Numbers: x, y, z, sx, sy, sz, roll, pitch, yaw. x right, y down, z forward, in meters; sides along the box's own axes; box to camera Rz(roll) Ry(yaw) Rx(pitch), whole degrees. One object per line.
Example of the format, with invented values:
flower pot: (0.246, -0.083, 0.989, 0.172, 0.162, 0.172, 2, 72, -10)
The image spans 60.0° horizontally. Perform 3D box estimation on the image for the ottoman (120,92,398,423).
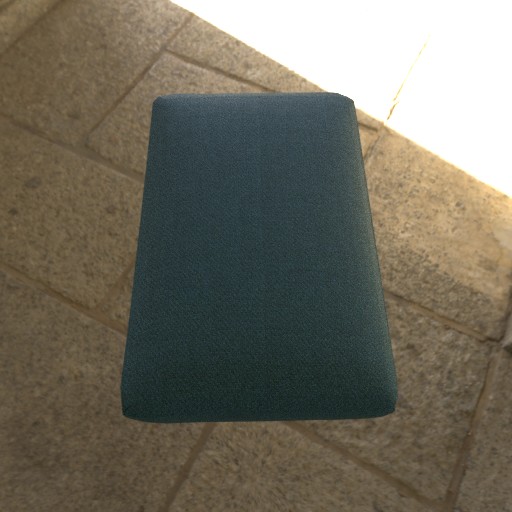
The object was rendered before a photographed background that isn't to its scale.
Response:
ottoman: (0.000, 0.000, 1.191, 0.563, 0.498, 0.856, -1, 64, 0)
